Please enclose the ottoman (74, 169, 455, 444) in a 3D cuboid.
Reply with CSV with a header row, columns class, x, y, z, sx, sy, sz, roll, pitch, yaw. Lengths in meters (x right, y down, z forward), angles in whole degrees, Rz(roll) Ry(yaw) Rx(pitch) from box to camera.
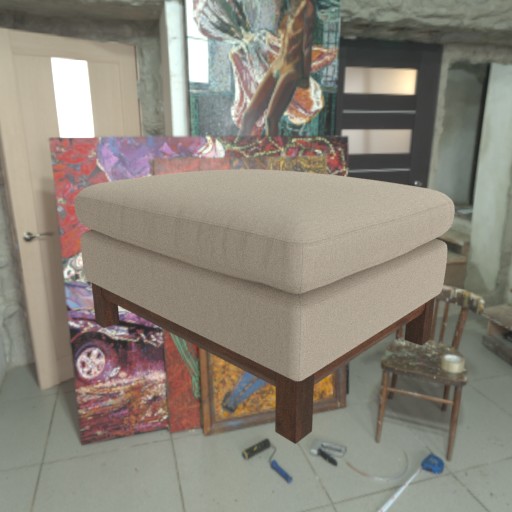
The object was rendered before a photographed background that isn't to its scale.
class,x,y,z,sx,sy,sz,roll,pitch,yaw
ottoman,0.000,0.000,1.128,0.771,0.420,0.606,15,22,42
